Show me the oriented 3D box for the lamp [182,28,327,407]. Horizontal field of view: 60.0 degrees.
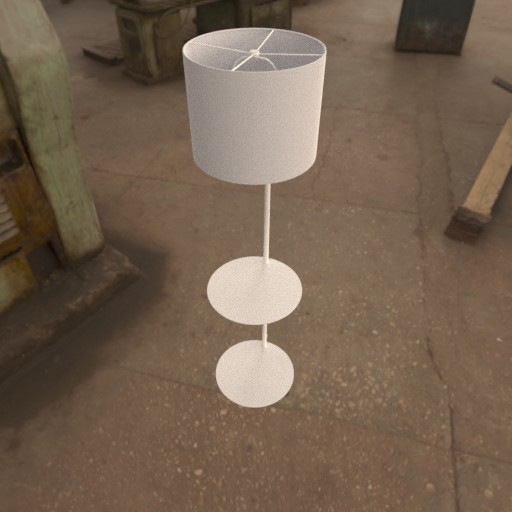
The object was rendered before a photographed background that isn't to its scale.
[{"bbox_3d":[0.000,0.000,1.644,0.372,1.465,0.405,12,43,13],"label":"lamp"}]
